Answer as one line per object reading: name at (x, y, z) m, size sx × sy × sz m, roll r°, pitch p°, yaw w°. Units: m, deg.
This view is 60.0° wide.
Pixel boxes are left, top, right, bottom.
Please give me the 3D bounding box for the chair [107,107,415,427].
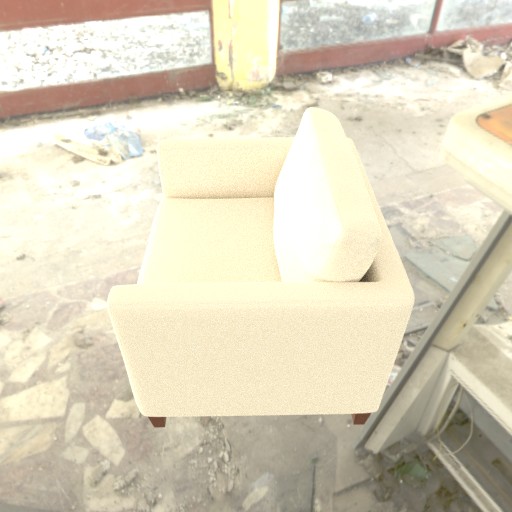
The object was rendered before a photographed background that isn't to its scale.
chair at (0.000, 0.000, 1.729) m, size 0.878 × 0.885 × 1.019 m, roll -1°, pitch 41°, yaw -1°
